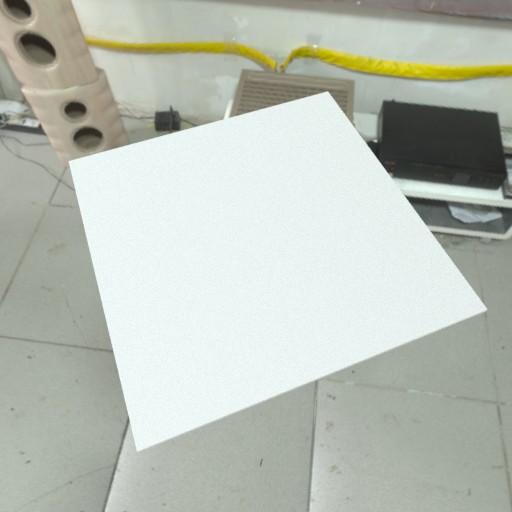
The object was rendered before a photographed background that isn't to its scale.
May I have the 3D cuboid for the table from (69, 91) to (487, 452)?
[{"bbox_3d":[0.000,0.000,1.365,0.890,0.305,0.890,-19,60,-11],"label":"table"}]
